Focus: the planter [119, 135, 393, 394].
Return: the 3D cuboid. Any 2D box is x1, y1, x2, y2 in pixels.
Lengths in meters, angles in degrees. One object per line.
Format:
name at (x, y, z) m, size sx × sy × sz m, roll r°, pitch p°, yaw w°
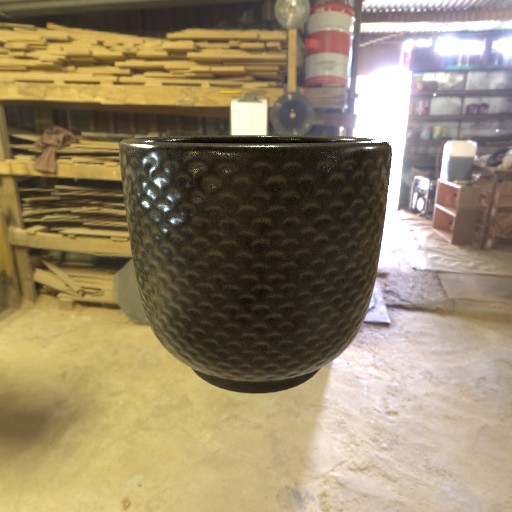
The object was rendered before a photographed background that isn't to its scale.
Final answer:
planter at (0.000, 0.000, 0.252) m, size 0.140 × 0.129 × 0.140 m, roll 0°, pitch 17°, yaw 0°
